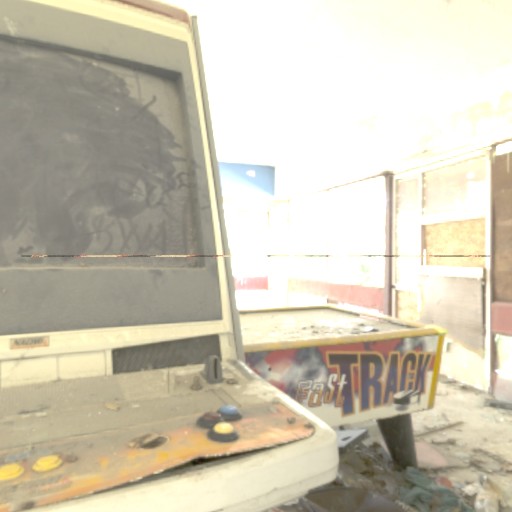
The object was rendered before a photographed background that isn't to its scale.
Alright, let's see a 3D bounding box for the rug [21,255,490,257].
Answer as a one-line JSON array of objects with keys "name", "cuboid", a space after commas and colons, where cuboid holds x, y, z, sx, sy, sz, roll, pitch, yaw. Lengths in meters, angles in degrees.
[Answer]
[{"name": "rug", "cuboid": [0.000, 0.000, 2.936, 2.311, 0.010, 1.522, 0, 0, 0]}]
